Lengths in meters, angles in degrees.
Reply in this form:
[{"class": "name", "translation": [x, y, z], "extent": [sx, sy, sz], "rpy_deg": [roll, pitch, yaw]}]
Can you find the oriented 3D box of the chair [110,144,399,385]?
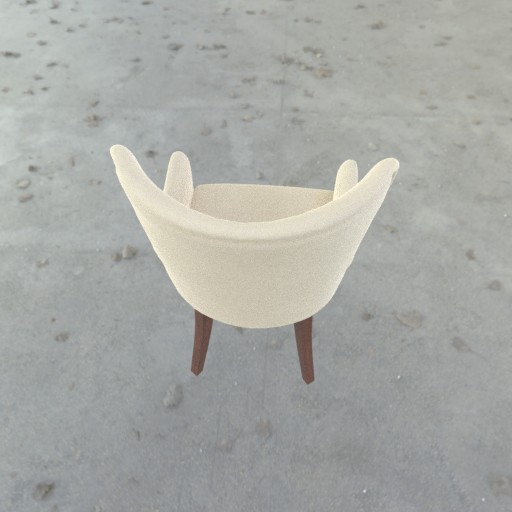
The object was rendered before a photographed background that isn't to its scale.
[{"class": "chair", "translation": [0.000, 0.000, 1.476], "extent": [0.696, 0.990, 0.744], "rpy_deg": [4, 48, 3]}]
